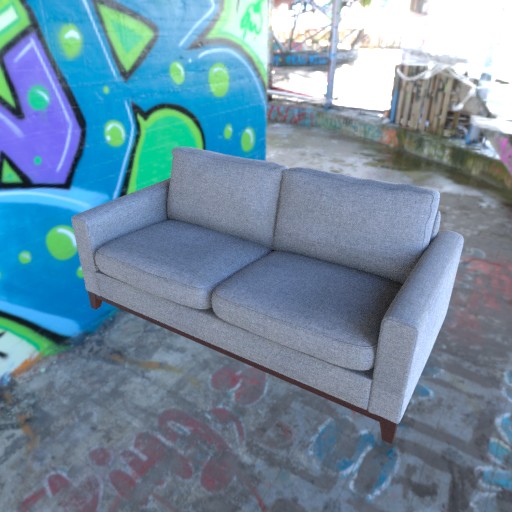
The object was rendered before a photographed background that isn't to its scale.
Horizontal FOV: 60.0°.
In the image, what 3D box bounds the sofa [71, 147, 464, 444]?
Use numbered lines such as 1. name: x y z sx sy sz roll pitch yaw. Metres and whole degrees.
1. sofa: 0.000 0.000 2.483 1.978 0.892 0.969 16 32 28
